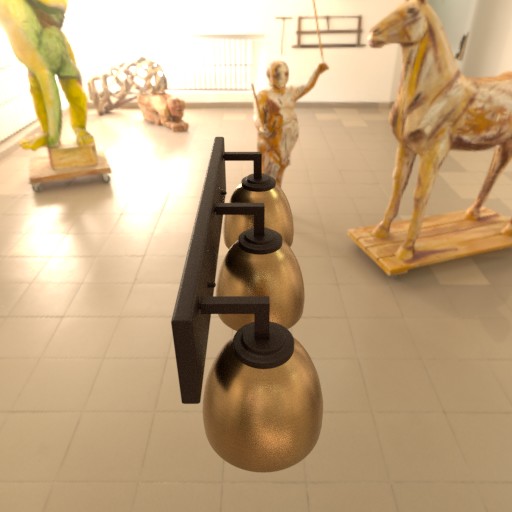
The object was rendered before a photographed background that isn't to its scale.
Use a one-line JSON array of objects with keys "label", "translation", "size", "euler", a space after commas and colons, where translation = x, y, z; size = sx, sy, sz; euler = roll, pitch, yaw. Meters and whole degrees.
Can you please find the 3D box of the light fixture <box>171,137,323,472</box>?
[{"label": "light fixture", "translation": [0.000, 0.000, 0.681], "size": [0.157, 0.204, 0.582], "euler": [0, 32, 0]}]
